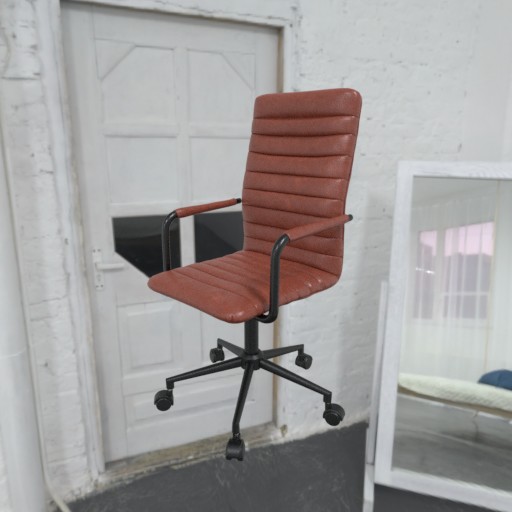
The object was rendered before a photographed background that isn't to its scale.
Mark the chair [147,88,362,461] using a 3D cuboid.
[{"bbox_3d":[0.000,0.000,1.366,0.608,0.979,0.580,15,21,43],"label":"chair"}]
